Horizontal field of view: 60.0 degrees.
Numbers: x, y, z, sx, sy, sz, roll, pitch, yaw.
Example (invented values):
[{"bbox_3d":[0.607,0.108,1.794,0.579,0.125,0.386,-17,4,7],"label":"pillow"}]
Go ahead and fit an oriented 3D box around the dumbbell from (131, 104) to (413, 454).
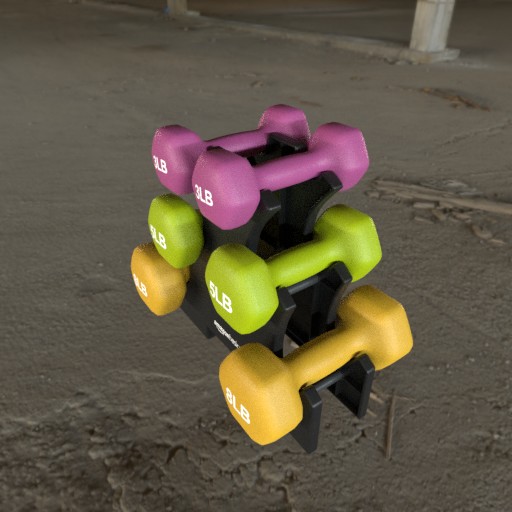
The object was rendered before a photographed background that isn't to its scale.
[{"bbox_3d":[0.000,0.000,0.463,0.190,0.271,0.300,-21,38,-29],"label":"dumbbell"}]
